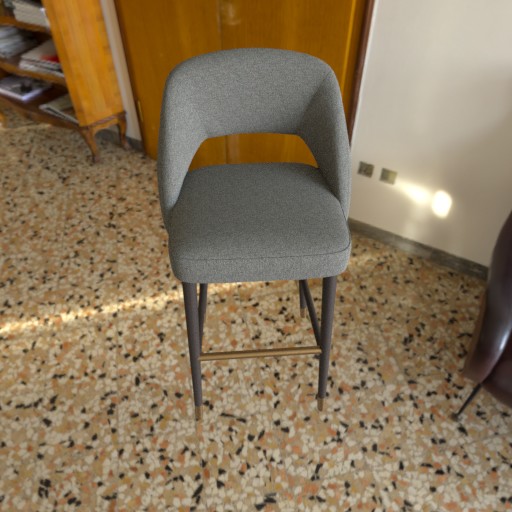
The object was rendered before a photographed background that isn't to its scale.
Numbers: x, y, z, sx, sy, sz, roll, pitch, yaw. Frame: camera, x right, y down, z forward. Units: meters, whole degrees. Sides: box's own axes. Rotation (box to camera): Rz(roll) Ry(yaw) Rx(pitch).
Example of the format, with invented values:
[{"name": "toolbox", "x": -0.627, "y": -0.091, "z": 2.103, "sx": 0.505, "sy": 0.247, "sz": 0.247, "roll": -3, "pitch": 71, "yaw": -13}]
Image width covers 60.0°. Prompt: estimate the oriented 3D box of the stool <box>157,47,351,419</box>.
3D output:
[{"name": "stool", "x": 0.000, "y": 0.000, "z": 1.396, "sx": 0.536, "sy": 1.089, "sz": 0.524, "roll": -3, "pitch": 44, "yaw": -3}]
